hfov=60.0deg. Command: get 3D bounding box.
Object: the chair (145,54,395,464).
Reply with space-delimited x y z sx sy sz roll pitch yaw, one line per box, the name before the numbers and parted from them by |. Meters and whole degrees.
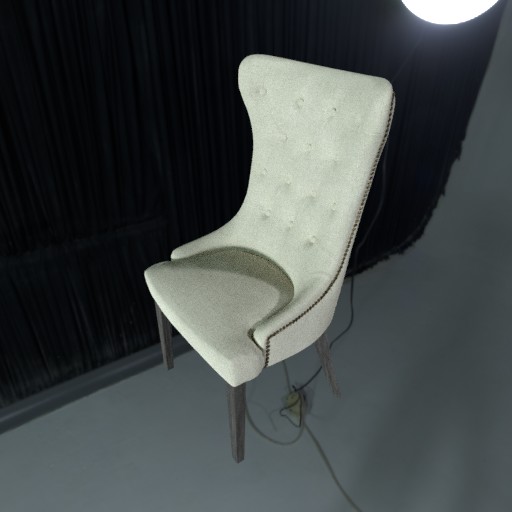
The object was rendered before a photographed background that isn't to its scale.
chair | 0.000 0.000 1.376 0.590 1.065 0.584 -21 38 -30
